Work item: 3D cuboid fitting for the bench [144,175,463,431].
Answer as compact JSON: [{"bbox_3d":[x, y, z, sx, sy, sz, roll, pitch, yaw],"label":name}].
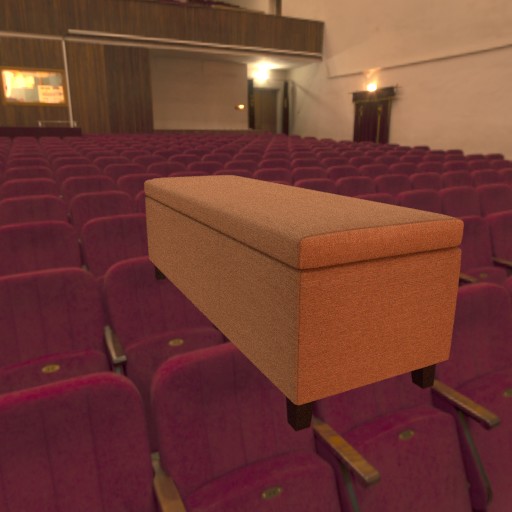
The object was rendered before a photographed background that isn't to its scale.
[{"bbox_3d":[0.000,0.000,1.483,0.446,0.438,1.269,-7,17,-26],"label":"bench"}]
